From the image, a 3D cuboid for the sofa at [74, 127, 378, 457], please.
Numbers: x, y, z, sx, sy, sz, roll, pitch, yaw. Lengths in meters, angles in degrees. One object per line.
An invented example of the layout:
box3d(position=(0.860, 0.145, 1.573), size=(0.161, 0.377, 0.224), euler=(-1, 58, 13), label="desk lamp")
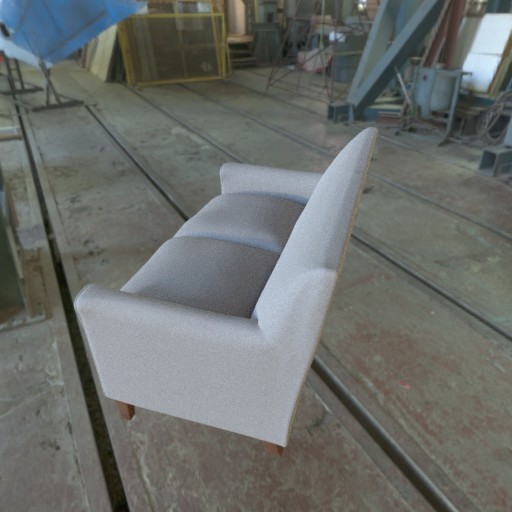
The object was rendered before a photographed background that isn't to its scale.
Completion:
box3d(position=(0.000, 0.000, 2.041), size=(0.888, 0.890, 1.482), euler=(9, 32, 15), label="sofa")
